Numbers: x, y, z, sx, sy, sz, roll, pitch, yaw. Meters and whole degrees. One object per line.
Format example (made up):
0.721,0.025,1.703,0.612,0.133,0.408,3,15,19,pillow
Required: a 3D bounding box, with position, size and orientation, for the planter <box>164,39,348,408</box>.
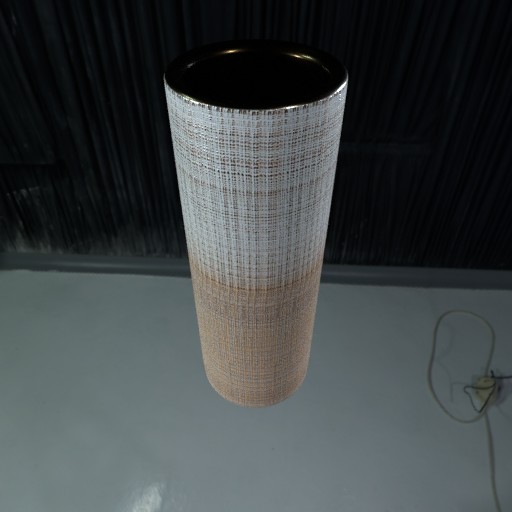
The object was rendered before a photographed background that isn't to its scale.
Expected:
0.000,0.000,0.333,0.099,0.278,0.099,0,43,0,planter
